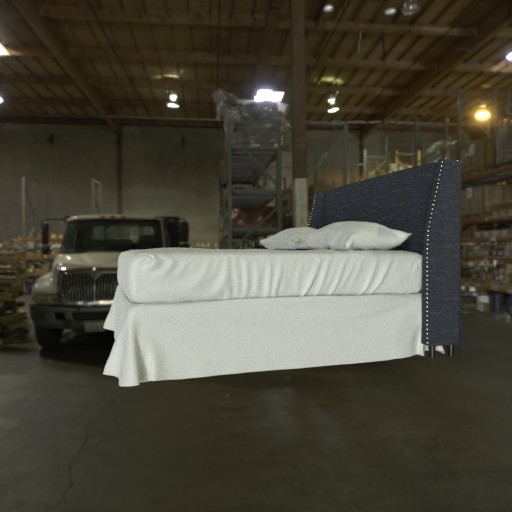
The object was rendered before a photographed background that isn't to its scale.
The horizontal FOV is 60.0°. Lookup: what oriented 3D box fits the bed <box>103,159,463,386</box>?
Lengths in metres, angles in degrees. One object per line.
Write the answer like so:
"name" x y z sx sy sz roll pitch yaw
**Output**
"bed" 0.000 0.000 3.478 2.276 1.332 1.925 0 1 -19
